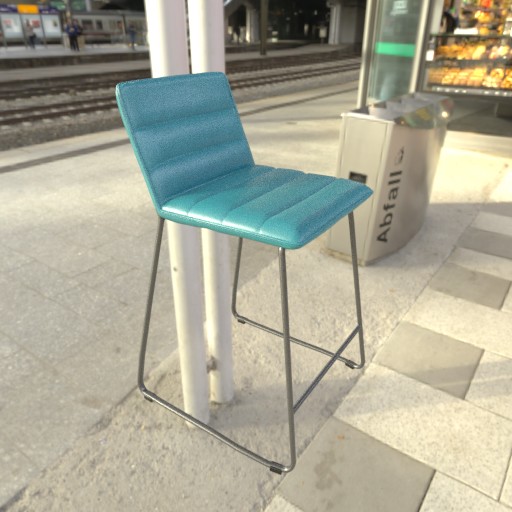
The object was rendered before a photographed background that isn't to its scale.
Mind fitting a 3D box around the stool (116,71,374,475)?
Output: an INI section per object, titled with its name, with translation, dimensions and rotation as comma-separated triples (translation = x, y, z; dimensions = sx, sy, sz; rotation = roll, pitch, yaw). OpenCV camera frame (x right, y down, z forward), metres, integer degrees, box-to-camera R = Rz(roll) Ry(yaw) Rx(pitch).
[stool]
translation = 0.000, 0.000, 1.171
dimensions = 0.524, 0.866, 0.489
rotation = 17, 32, 30
